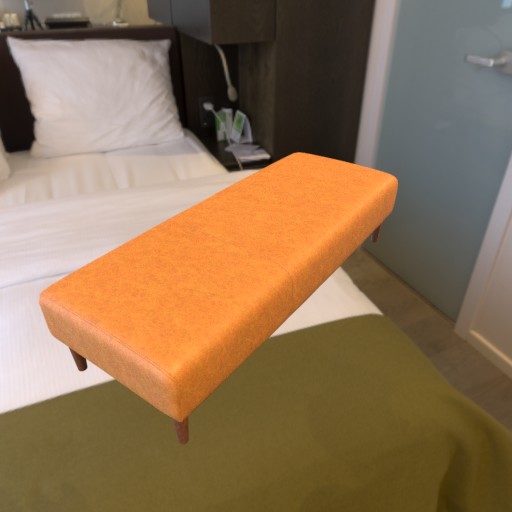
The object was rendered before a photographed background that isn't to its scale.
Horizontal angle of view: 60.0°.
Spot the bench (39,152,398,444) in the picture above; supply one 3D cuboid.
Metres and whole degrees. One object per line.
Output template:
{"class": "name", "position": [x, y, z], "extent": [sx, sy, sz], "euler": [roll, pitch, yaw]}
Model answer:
{"class": "bench", "position": [0.000, 0.000, 1.908], "extent": [0.653, 0.399, 1.610], "euler": [21, 39, 29]}
